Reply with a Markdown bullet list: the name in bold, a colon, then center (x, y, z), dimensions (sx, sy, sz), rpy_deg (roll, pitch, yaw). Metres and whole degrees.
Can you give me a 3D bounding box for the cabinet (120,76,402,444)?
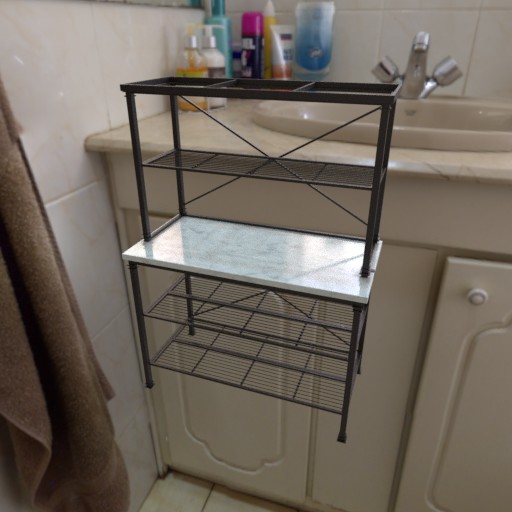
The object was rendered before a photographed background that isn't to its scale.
- **cabinet**: center (0.000, 0.000, 2.302), dimensions (1.210, 1.659, 0.610), rpy_deg (9, 28, 18)
